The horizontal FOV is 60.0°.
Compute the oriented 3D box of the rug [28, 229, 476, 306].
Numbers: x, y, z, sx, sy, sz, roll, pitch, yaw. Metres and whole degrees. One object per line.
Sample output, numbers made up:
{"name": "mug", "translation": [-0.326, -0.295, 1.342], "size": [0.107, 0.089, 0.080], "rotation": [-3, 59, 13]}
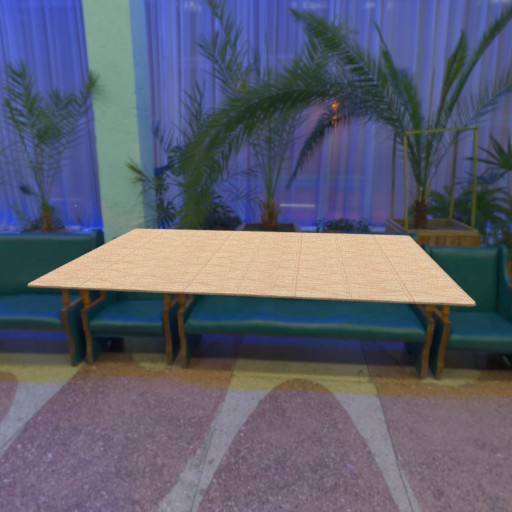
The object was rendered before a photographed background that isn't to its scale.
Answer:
{"name": "rug", "translation": [0.000, 0.000, 3.080], "size": [2.390, 0.015, 1.609], "rotation": [2, 15, 7]}
